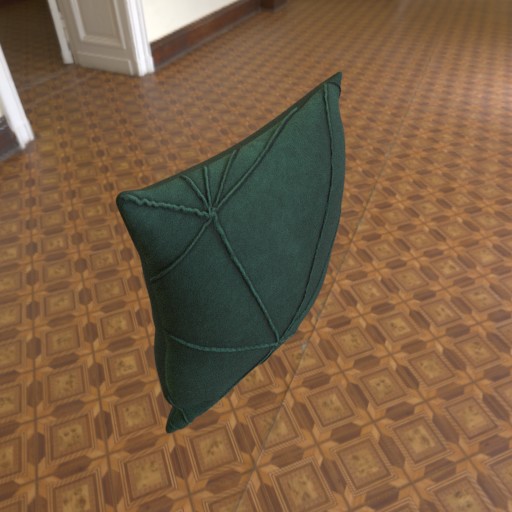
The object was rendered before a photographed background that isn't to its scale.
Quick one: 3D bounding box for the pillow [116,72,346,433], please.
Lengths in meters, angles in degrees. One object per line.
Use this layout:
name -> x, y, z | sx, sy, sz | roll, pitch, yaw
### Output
pillow -> 0.000, 0.000, 0.672 | 0.184, 0.440, 0.439 | 26, 48, 26
